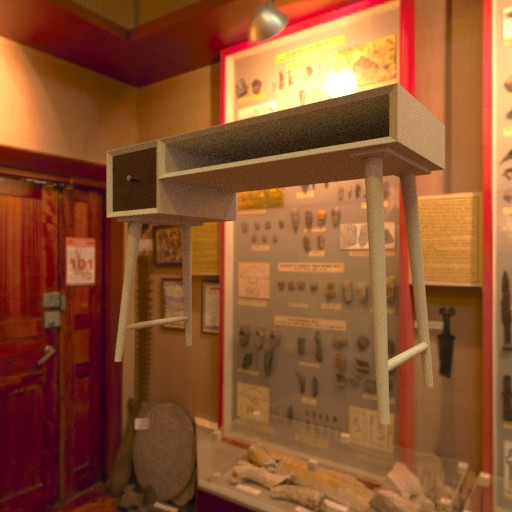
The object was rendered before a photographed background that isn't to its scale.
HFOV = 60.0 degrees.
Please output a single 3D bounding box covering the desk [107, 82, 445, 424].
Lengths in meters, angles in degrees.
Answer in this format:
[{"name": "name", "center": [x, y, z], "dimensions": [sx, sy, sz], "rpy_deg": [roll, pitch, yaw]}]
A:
[{"name": "desk", "center": [0.000, 0.000, 1.448], "dimensions": [1.069, 0.761, 0.409], "rpy_deg": [0, 0, 37]}]
